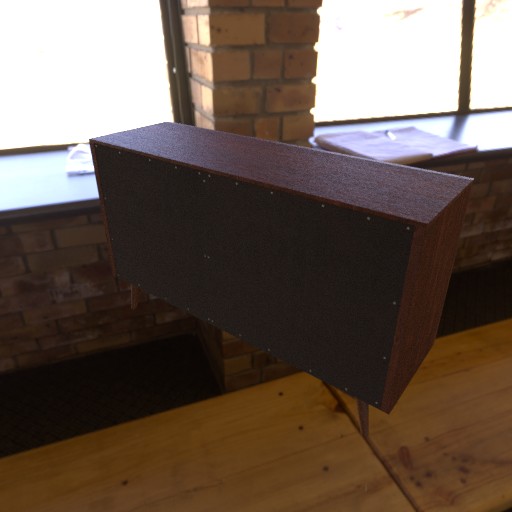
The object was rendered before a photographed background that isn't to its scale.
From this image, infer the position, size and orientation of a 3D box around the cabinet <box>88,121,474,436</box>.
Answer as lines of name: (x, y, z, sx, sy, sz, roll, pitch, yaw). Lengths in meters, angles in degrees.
cabinet: (0.000, 0.000, 2.037, 1.575, 0.940, 0.505, 20, 34, 32)
